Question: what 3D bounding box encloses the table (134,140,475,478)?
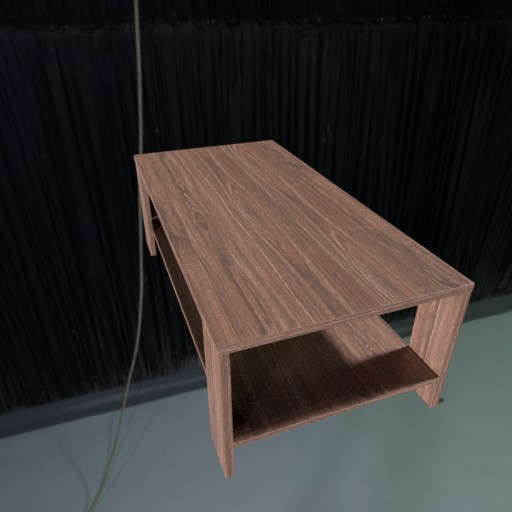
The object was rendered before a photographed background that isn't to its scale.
[{"bbox_3d":[0.000,0.000,1.490,0.600,0.400,1.200,-11,32,-17],"label":"table"}]
